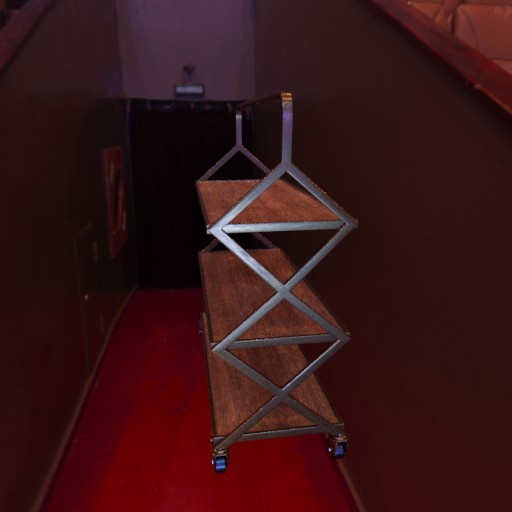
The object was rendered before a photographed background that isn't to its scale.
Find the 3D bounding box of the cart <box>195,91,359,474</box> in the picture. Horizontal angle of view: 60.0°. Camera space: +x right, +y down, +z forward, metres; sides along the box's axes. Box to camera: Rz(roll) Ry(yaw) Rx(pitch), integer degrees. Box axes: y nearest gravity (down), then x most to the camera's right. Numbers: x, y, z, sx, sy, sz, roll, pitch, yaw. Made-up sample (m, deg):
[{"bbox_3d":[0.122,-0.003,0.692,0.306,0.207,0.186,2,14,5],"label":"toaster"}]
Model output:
[{"bbox_3d":[0.000,0.000,1.213,0.313,0.805,0.723,-3,17,-9],"label":"cart"}]
